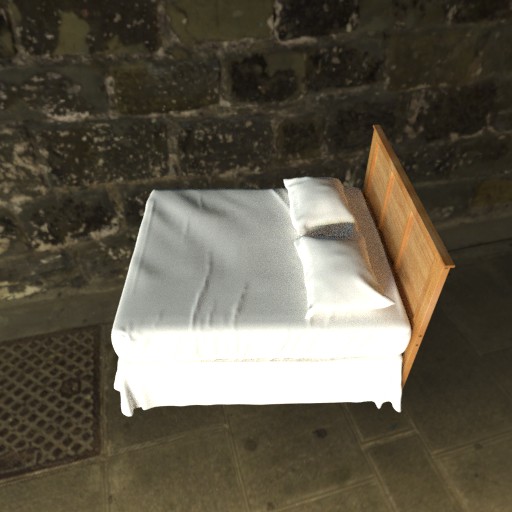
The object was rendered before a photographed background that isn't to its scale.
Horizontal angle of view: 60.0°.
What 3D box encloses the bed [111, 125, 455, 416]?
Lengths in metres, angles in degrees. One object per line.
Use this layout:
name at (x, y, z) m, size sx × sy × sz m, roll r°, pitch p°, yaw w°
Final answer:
bed at (0.000, 0.000, 3.279) m, size 2.035 × 1.273 × 1.870 m, roll -1°, pitch 41°, yaw -1°
